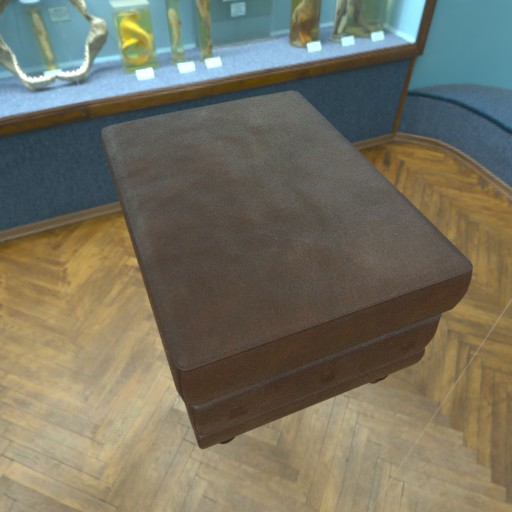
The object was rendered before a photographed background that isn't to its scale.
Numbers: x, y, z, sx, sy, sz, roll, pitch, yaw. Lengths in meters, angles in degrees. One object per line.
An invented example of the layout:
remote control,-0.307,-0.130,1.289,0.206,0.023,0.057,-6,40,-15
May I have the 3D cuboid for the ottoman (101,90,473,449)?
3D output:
ottoman,0.000,0.000,1.161,0.588,0.509,0.795,-16,48,-15
